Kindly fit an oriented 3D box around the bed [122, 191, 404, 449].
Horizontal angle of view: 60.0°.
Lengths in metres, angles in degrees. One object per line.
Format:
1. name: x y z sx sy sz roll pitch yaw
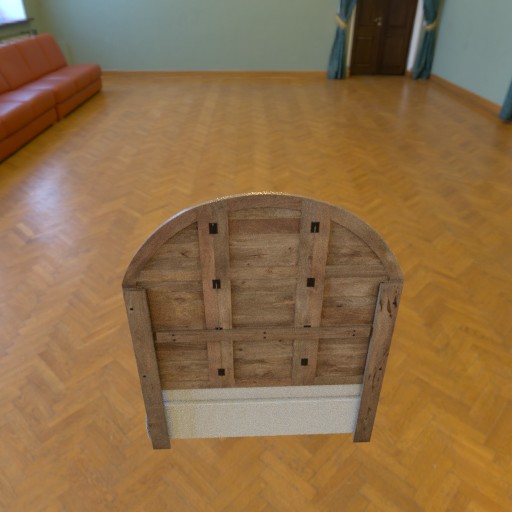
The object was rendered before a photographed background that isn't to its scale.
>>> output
1. bed: 0.000 0.000 3.648 1.713 2.002 2.112 -1 32 -2
